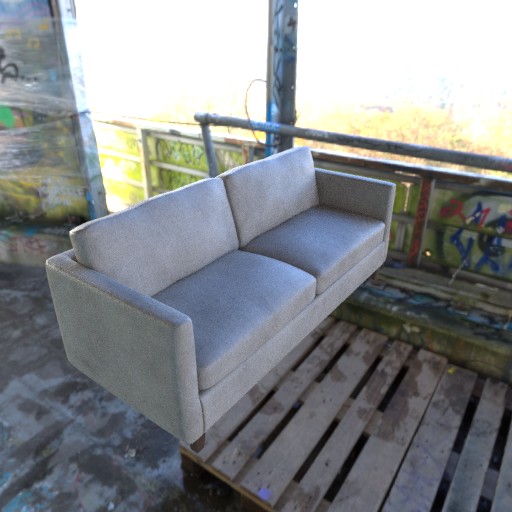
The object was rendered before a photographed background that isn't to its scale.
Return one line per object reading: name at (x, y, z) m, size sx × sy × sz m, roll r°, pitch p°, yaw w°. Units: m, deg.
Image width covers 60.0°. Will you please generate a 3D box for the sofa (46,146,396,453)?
sofa at (0.000, 0.000, 2.780) m, size 0.951 × 0.965 × 2.208 m, roll 19°, pitch 33°, yaw 32°
